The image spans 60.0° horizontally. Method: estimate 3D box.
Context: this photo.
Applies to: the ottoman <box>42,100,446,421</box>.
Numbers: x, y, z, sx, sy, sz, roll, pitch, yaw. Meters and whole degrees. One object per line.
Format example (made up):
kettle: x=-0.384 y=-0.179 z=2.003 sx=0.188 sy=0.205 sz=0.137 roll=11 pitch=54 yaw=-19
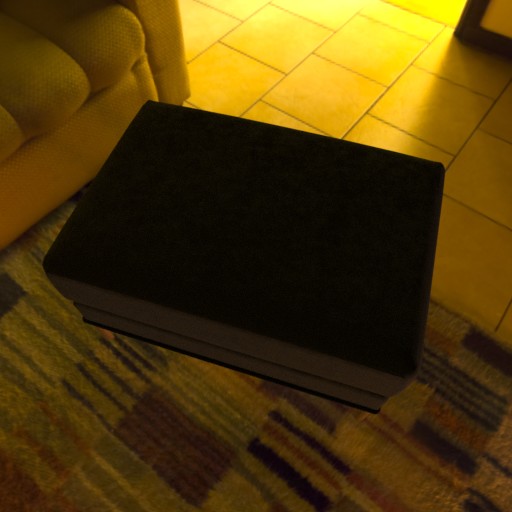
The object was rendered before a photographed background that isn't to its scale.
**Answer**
ottoman: x=0.000 y=0.000 z=1.209 sx=0.835 sy=0.498 sz=0.587 roll=15 pitch=61 yaw=9
